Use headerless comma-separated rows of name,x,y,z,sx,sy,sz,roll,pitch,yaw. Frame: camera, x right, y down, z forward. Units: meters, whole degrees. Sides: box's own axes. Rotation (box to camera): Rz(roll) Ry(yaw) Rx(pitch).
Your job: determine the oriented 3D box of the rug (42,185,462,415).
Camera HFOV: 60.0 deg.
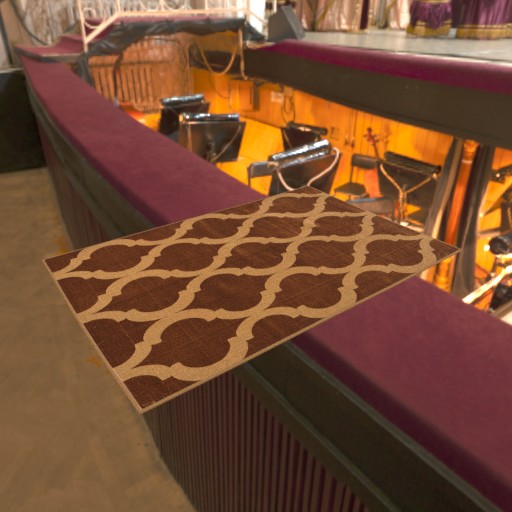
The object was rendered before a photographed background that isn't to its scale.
rug,0.000,0.000,2.868,2.290,0.014,1.526,-20,35,-31
